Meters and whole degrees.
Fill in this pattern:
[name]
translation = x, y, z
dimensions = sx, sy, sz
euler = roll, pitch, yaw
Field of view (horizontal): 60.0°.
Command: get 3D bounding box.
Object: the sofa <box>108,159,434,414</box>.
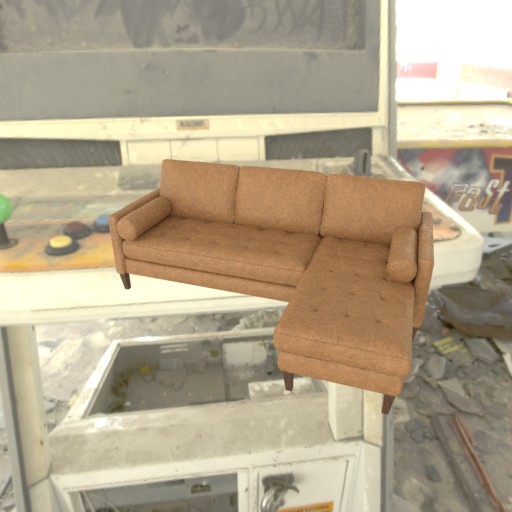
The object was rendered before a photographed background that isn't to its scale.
[sofa]
translation = 0.000, 0.000, 2.937
dimensions = 2.178, 0.876, 1.506
euler = 9, 28, 17
